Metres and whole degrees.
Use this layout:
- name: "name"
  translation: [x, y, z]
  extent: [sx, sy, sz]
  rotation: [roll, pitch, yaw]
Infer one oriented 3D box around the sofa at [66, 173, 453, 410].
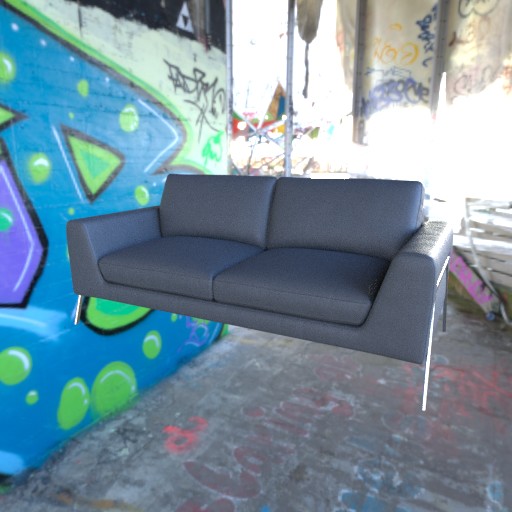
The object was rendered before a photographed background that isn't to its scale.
- name: "sofa"
  translation: [0.000, 0.000, 2.538]
  extent: [2.017, 0.875, 0.953]
  rotation: [7, 15, 26]
